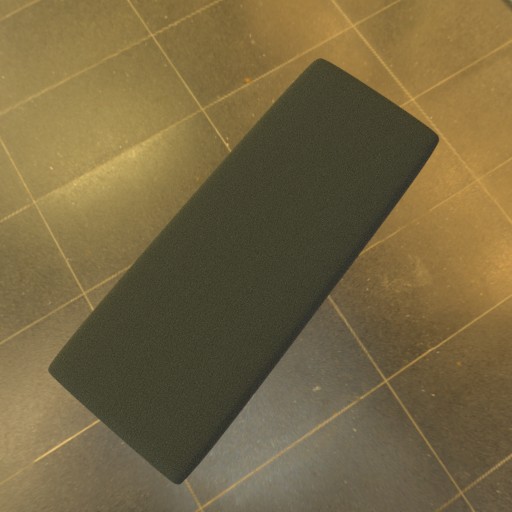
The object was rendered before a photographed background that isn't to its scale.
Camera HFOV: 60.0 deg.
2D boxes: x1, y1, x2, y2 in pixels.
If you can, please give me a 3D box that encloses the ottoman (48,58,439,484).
[{"bbox_3d":[0.000,0.000,1.794,0.646,0.393,1.609,37,79,9],"label":"ottoman"}]
